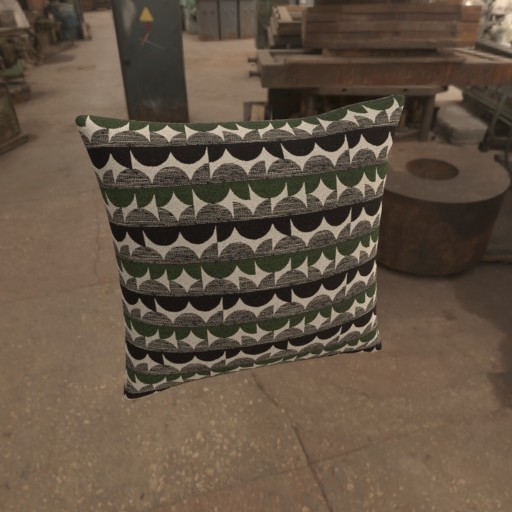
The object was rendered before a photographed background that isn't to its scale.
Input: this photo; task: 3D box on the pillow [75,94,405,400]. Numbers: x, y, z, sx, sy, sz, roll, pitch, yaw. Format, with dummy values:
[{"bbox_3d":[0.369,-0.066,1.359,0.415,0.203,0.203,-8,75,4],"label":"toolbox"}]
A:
[{"bbox_3d":[0.000,0.000,0.621,0.419,0.404,0.180,-8,33,-12],"label":"pillow"}]
